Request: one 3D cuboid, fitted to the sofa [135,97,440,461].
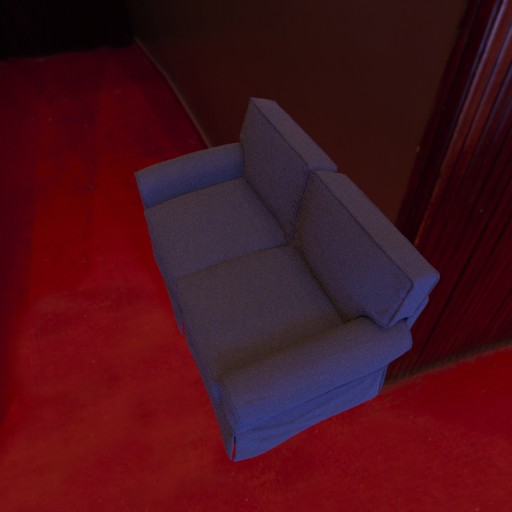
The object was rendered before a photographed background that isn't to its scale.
[{"bbox_3d":[0.000,0.000,2.499,0.997,1.059,1.801,-18,49,-16],"label":"sofa"}]
